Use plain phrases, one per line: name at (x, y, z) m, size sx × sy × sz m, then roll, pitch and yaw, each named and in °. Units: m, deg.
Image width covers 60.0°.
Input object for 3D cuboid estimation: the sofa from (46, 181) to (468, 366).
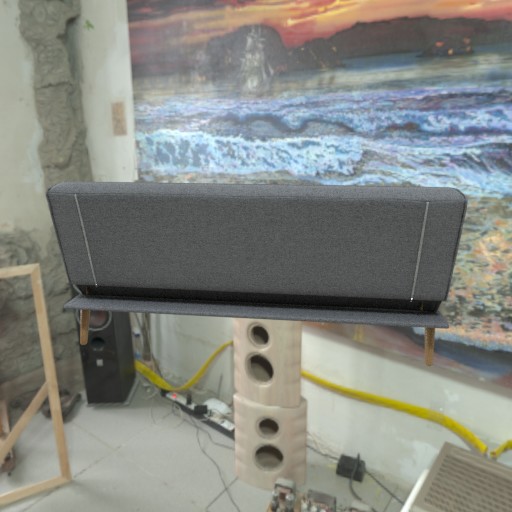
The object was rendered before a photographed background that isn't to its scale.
sofa at (0.000, 0.000, 2.364) m, size 1.820 × 0.830 × 0.810 m, roll 2°, pitch 16°, yaw 7°
